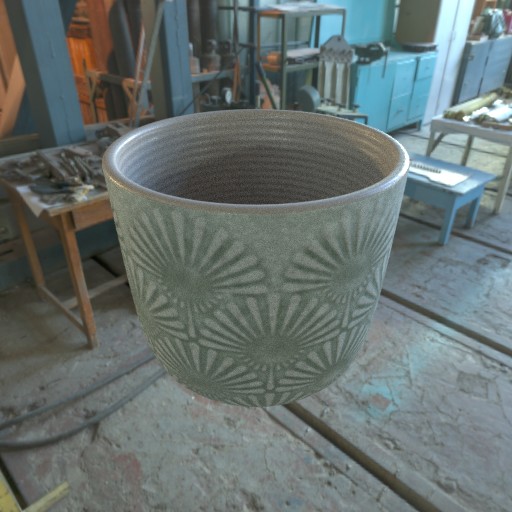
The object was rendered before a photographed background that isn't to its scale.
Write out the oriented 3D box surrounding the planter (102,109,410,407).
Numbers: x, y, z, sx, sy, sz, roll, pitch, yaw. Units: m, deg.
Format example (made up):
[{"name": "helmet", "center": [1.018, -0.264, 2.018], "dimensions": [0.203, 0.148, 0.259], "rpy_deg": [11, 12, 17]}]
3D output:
[{"name": "planter", "center": [0.000, 0.000, 0.213], "dimensions": [0.124, 0.109, 0.124], "rpy_deg": [0, 32, 0]}]
